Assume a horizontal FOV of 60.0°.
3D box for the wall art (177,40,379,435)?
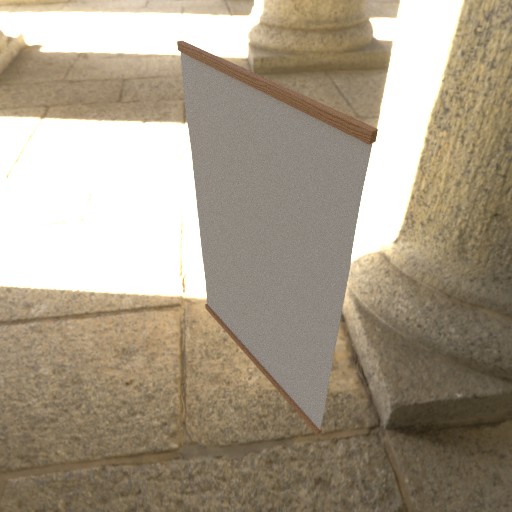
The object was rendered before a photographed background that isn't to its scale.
[{"bbox_3d":[0.000,0.000,1.918,0.025,1.521,1.011,-26,47,-27],"label":"wall art"}]
